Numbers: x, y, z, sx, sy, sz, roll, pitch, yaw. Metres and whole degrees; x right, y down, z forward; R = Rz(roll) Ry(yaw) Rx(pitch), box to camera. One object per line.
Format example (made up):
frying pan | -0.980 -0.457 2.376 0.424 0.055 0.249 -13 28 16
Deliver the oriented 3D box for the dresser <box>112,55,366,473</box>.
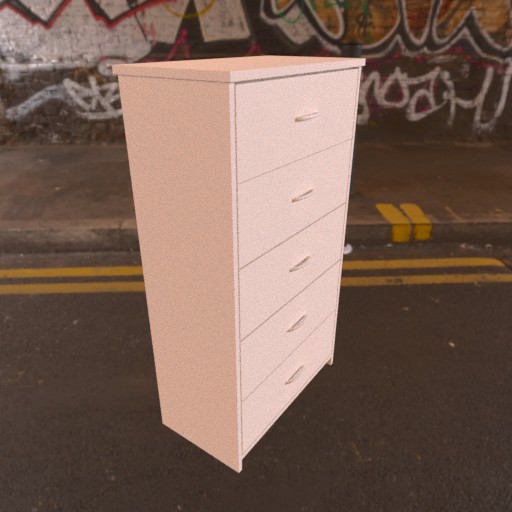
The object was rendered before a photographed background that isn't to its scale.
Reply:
dresser | 0.000 0.000 1.559 0.399 1.255 0.704 18 32 31
